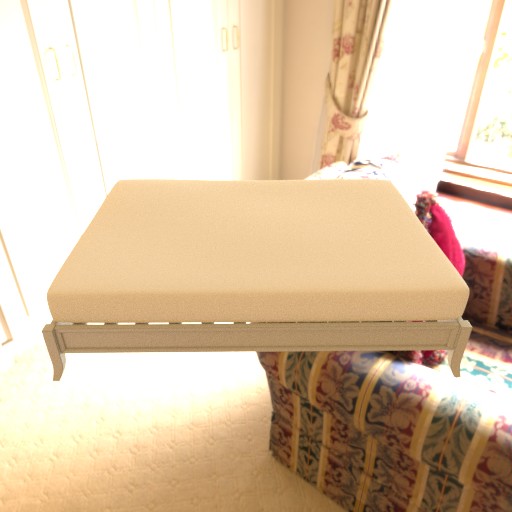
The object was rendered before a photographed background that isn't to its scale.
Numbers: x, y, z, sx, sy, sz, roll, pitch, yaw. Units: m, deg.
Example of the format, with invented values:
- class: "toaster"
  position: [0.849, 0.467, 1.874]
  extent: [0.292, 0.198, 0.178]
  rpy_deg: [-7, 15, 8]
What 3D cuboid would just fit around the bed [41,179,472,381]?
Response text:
- class: "bed"
  position: [0.000, 0.000, 2.642]
  extent: [1.985, 0.510, 1.460]
  rpy_deg: [0, 32, -1]
